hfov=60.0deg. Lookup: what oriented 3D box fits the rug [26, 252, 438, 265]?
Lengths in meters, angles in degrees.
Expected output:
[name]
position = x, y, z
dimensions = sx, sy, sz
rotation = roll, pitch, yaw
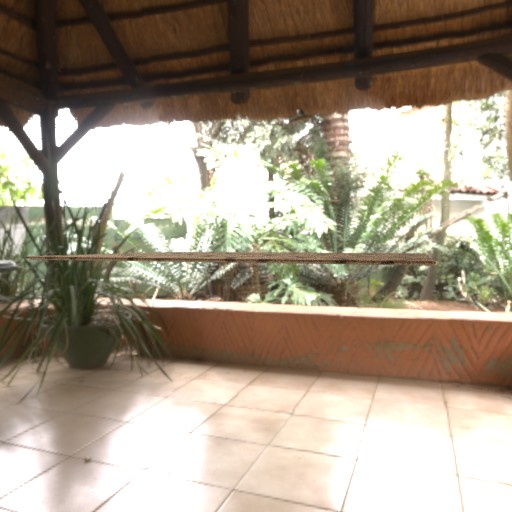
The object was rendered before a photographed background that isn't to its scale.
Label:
[rug]
position = 0.000, 0.000, 4.093
dimensions = 3.000, 0.026, 2.399
rotation = 1, 2, 19
